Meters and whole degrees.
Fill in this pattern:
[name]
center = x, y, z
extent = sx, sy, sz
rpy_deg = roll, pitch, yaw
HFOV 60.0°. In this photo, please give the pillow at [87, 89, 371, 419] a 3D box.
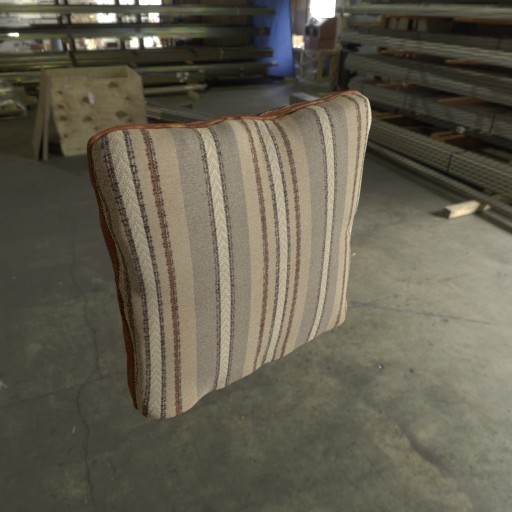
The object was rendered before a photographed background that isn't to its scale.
[pillow]
center = 0.000, 0.000, 0.747
extent = 0.489, 0.490, 0.130
rpy_deg = -20, 36, -31
